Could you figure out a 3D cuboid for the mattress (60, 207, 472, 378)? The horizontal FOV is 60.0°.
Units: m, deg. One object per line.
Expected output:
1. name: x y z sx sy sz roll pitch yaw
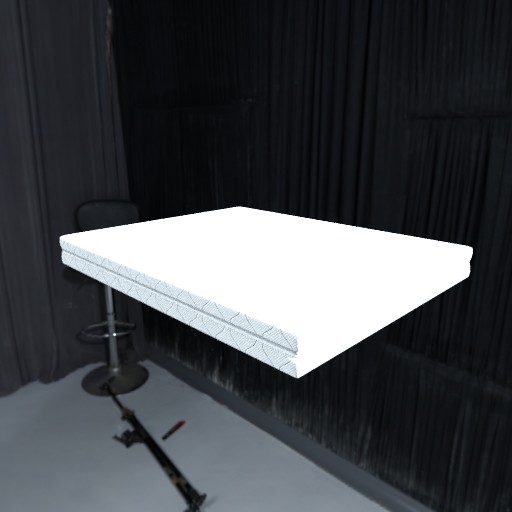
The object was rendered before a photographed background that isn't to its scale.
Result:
1. mattress: 0.000 0.000 2.751 2.000 0.200 1.600 15 22 43
